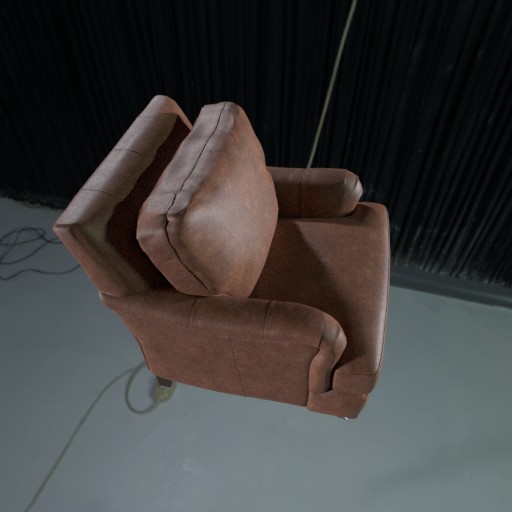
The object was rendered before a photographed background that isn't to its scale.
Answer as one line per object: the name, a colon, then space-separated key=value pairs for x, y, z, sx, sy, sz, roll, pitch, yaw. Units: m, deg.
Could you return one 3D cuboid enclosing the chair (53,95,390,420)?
chair: x=0.000 y=0.000 z=1.946 sx=1.158 sy=1.055 sz=0.986 roll=10 pitch=48 yaw=9
